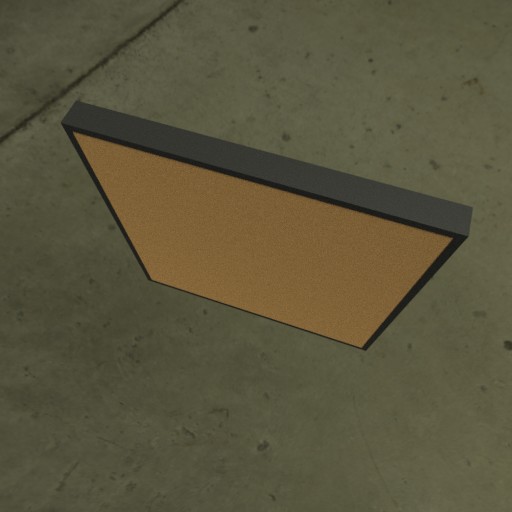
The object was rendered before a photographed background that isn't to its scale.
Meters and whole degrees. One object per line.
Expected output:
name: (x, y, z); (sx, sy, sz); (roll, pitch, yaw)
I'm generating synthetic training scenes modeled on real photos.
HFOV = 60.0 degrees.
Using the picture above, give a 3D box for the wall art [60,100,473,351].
wall art: (0.000, 0.000, 0.761); (0.509, 0.509, 0.040); (17, 65, 8)
